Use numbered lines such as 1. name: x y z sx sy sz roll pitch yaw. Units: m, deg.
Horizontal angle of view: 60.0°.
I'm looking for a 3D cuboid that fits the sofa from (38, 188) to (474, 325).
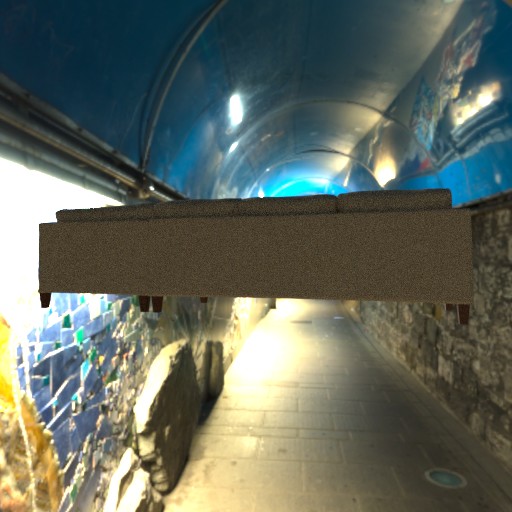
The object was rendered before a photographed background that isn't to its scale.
1. sofa: 0.000 0.000 3.829 3.186 0.846 1.625 0 -1 18
